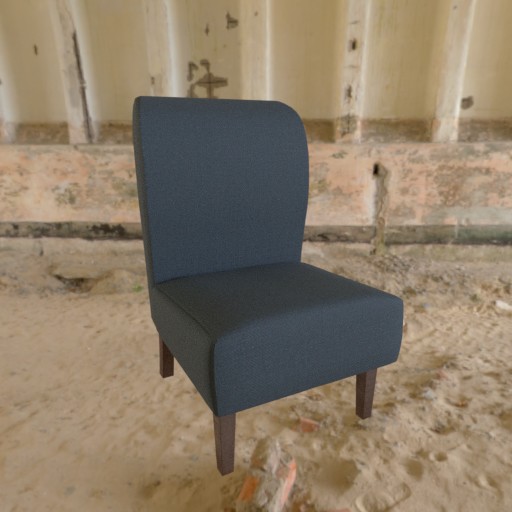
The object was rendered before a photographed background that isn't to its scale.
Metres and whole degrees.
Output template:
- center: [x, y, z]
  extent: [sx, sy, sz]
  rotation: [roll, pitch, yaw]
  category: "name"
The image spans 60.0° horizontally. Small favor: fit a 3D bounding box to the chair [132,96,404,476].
- center: [0.000, 0.000, 1.147]
  extent: [0.513, 0.804, 0.592]
  rotation: [-9, 18, -28]
  category: "chair"
